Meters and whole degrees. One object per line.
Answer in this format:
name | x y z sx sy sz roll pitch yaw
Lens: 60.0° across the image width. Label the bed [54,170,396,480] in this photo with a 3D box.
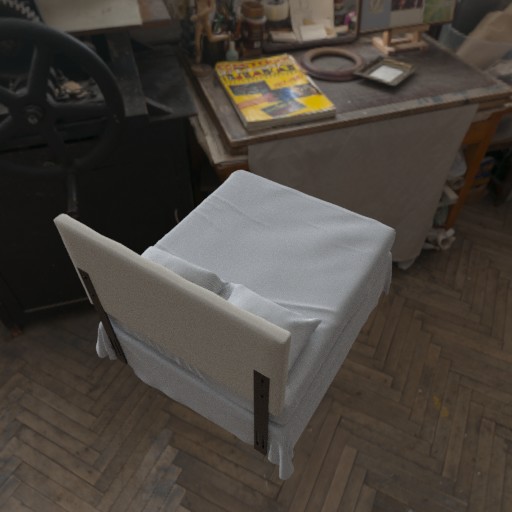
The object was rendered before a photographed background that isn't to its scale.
bed | 0.000 0.000 3.535 1.936 1.577 2.222 25 52 21
